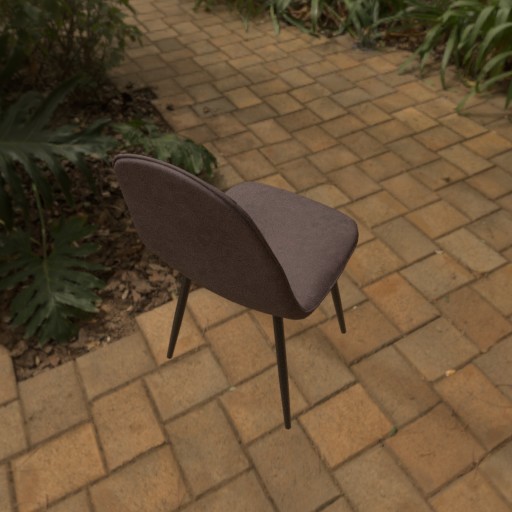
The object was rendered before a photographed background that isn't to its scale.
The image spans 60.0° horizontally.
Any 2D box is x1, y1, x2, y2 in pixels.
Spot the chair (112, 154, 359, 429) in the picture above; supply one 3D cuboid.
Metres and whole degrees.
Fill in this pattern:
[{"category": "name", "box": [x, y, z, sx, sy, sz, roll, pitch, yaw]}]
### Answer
[{"category": "chair", "box": [0.000, 0.000, 1.196, 0.472, 0.889, 0.561, 24, 50, 22]}]
